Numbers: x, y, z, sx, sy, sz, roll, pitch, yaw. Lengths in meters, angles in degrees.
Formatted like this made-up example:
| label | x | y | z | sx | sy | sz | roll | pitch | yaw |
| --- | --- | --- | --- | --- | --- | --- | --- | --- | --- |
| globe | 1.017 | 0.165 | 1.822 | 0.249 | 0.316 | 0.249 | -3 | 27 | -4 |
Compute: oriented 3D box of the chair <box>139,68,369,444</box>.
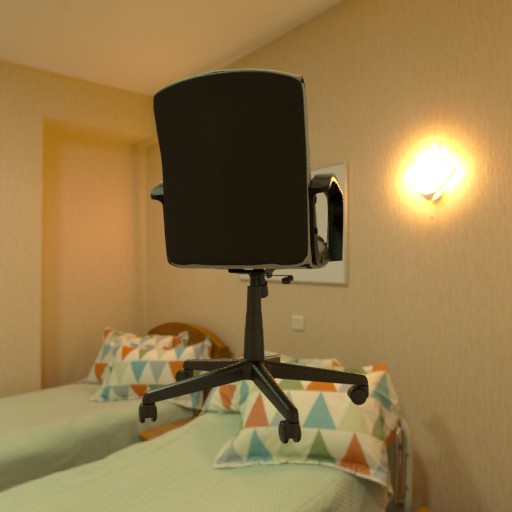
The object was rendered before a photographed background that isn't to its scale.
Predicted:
| label | x | y | z | sx | sy | sz | roll | pitch | yaw |
| --- | --- | --- | --- | --- | --- | --- | --- | --- | --- |
| chair | 0.000 | 0.000 | 1.516 | 0.739 | 1.004 | 0.717 | 0 | -1 | 16 |
